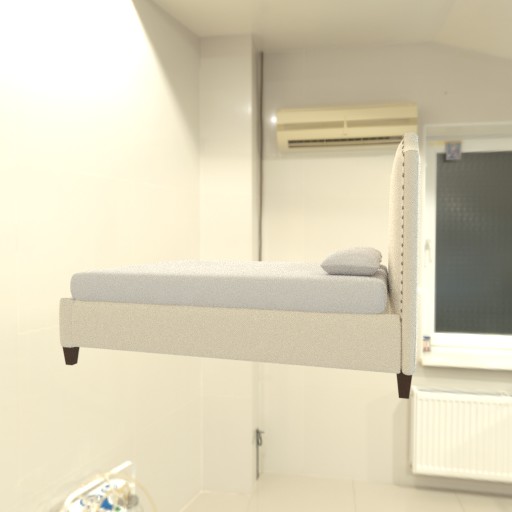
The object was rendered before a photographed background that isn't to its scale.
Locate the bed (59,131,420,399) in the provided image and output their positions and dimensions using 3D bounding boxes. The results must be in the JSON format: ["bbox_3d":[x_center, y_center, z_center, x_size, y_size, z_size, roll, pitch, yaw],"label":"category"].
[{"bbox_3d":[0.000,0.000,3.528,2.372,1.497,1.712,1,2,17],"label":"bed"}]
